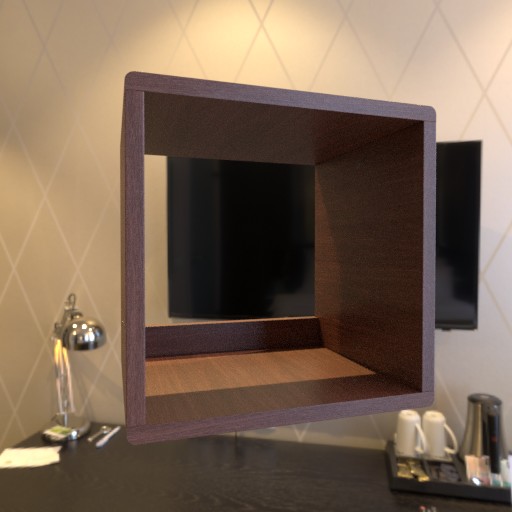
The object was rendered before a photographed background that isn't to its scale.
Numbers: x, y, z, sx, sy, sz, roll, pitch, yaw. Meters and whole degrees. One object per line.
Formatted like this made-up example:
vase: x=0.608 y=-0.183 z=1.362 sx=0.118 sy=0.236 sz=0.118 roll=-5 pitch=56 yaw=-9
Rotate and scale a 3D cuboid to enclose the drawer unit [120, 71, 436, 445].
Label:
drawer unit: x=0.000 y=0.000 z=0.605 sx=0.349 sy=0.351 sz=0.290 roll=0 pitch=1 yaw=-18
